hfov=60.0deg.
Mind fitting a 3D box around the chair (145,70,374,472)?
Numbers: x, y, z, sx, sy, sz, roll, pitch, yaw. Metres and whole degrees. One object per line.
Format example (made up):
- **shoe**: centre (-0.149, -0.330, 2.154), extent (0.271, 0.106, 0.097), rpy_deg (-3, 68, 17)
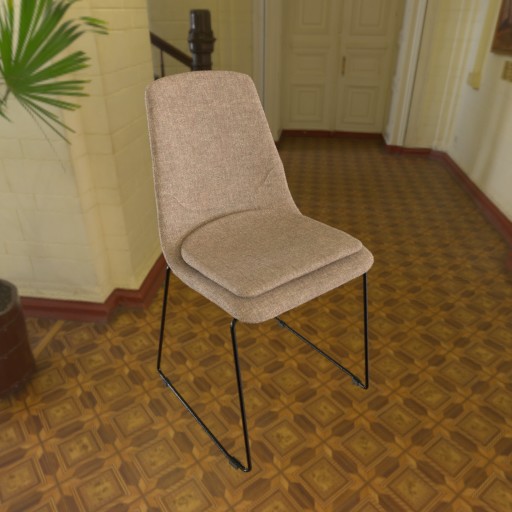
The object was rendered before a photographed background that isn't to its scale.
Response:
- **chair**: centre (0.000, 0.000, 1.164), extent (0.479, 0.858, 0.518), rpy_deg (-21, 35, -32)
